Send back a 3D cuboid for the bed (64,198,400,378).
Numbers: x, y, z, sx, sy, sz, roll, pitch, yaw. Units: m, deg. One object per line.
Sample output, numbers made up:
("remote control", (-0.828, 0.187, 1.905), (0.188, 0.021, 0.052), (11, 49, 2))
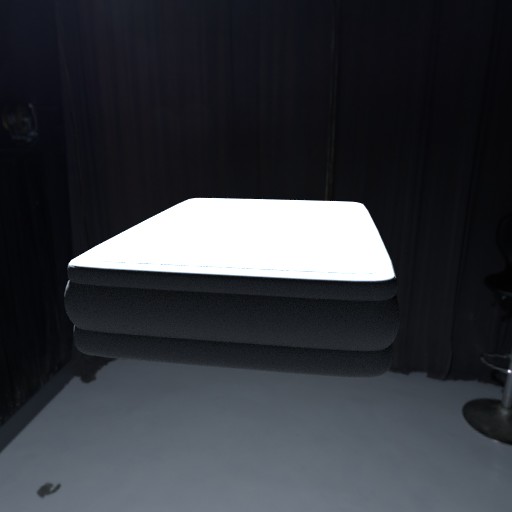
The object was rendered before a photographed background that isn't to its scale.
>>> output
("bed", (0.000, 0.000, 2.794), (1.520, 0.460, 2.036), (3, 16, 9))
